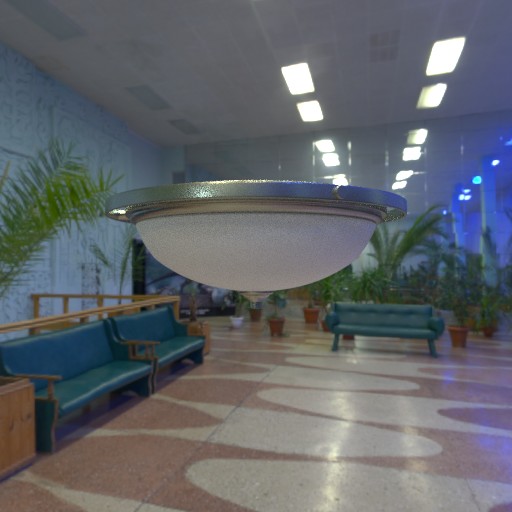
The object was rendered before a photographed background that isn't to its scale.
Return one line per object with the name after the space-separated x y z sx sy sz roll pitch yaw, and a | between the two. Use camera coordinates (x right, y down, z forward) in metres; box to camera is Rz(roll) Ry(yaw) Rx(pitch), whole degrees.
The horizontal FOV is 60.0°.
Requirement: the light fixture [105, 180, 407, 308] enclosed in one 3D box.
0.000 0.000 0.558 0.361 0.130 0.361 0 -1 0 | light fixture
